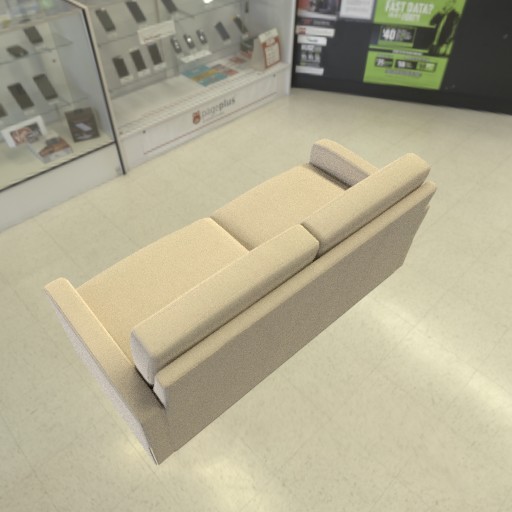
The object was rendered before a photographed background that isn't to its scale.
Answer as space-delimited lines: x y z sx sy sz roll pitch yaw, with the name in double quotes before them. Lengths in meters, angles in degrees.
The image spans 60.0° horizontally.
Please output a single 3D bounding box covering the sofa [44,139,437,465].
"sofa" 0.000 0.000 2.231 1.808 0.831 0.894 -33 54 -27
